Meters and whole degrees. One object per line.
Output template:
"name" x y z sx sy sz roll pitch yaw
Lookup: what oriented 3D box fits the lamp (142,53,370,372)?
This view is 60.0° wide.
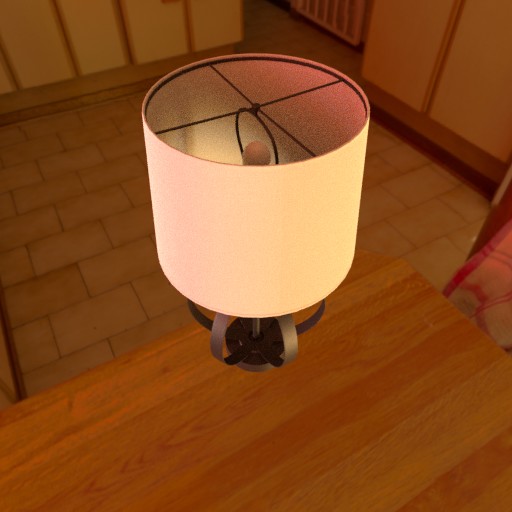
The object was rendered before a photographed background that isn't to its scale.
"lamp" 0.000 0.000 0.682 0.286 0.510 0.286 0 47 0
